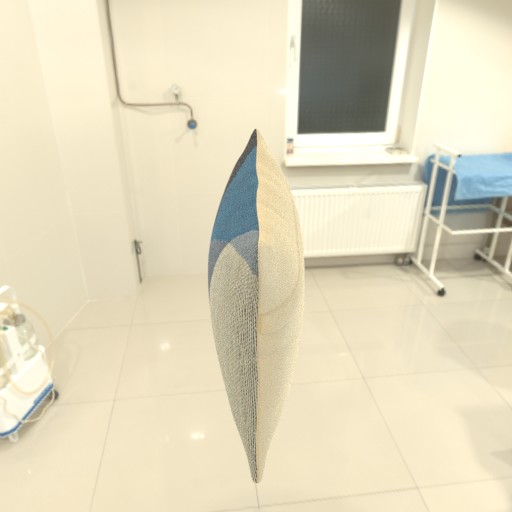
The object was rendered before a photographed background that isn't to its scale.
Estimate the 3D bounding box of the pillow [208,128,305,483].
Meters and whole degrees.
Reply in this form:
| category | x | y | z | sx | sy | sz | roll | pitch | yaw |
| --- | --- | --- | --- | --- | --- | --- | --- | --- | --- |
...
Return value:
| category | x | y | z | sx | sy | sz | roll | pitch | yaw |
| --- | --- | --- | --- | --- | --- | --- | --- | --- | --- |
| pillow | 0.000 | 0.000 | 0.722 | 0.148 | 0.307 | 0.604 | 0 | 27 | 0 |
